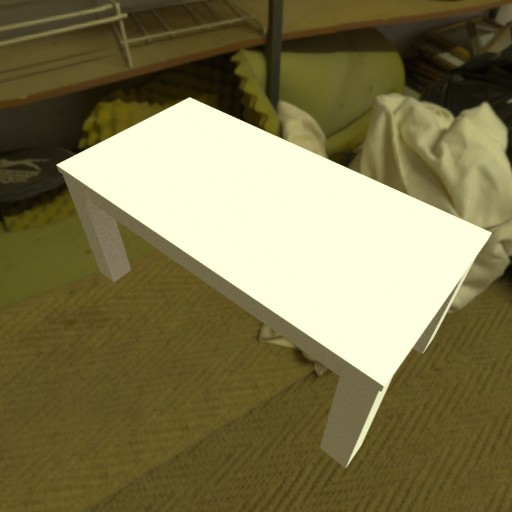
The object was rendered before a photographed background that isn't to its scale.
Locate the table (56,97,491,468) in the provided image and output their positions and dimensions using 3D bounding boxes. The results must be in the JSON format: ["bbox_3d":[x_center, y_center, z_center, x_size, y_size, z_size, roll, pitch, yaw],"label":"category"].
[{"bbox_3d":[0.000,0.000,2.288,1.800,0.790,0.900,32,54,26],"label":"table"}]
